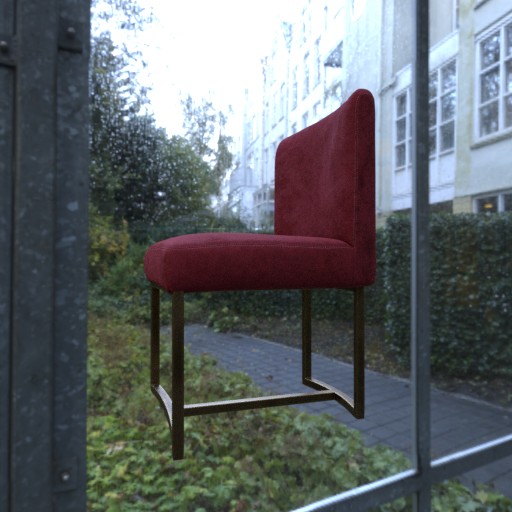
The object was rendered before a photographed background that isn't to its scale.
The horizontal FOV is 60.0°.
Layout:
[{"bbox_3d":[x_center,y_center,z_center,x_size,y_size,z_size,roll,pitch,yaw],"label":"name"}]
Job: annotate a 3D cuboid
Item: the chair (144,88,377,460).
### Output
[{"bbox_3d":[0.000,0.000,1.206,0.560,0.824,0.530,0,0,-18],"label":"chair"}]
